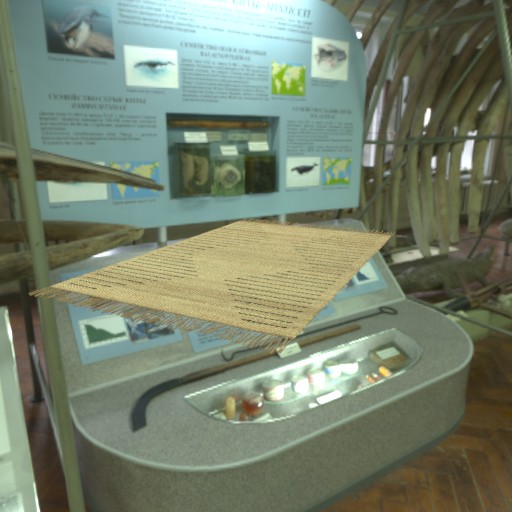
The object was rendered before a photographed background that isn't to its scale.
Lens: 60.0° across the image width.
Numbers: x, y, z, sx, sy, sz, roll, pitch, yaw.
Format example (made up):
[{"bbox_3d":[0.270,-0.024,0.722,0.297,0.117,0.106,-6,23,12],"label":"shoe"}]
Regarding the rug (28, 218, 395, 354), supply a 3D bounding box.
[{"bbox_3d":[0.000,0.000,2.586,1.224,0.027,2.085,8,17,26],"label":"rug"}]
